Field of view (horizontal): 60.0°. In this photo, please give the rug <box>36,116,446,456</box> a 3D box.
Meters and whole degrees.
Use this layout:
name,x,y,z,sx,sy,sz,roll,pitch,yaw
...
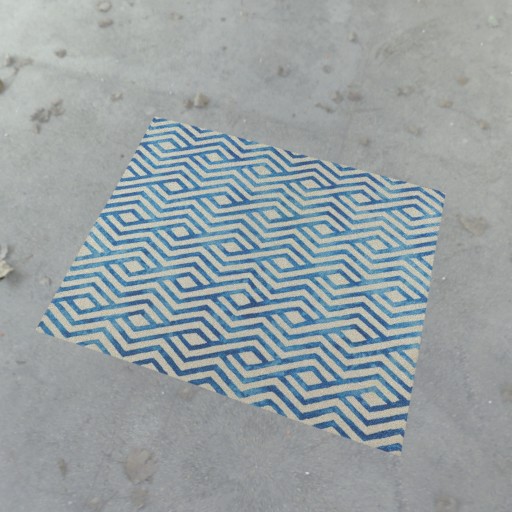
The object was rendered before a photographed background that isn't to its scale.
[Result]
name,x,y,z,sx,sy,sz,roll,pitch,yaw
rug,0.000,0.000,3.985,3.059,0.008,2.453,17,66,8
